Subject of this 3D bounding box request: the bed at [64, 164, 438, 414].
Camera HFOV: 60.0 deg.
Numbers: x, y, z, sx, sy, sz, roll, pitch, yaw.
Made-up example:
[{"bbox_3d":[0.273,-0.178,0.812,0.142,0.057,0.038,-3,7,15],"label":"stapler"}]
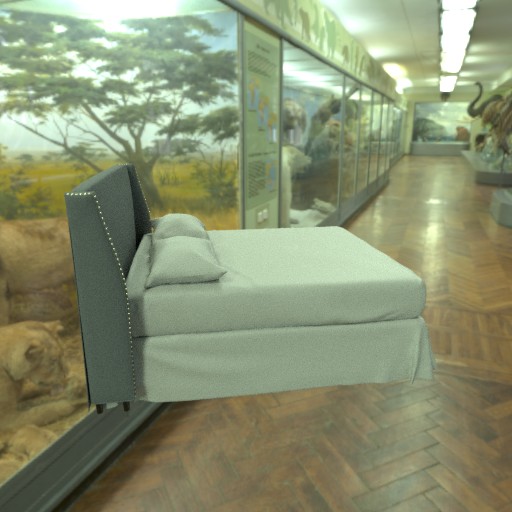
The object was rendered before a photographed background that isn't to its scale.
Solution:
[{"bbox_3d":[0.000,0.000,3.466,2.276,1.332,1.925,-2,16,-8],"label":"bed"}]
